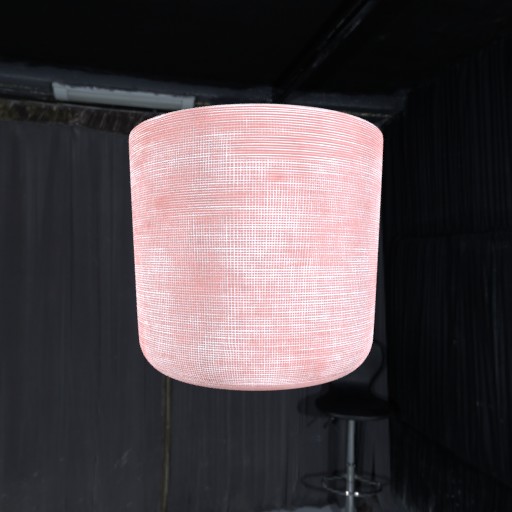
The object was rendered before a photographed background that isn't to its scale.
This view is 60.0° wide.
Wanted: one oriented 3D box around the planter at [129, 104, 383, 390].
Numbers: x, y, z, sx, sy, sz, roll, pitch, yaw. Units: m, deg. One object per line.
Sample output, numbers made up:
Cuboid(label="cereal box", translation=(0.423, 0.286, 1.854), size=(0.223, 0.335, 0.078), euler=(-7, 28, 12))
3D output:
Cuboid(label="planter", translation=(0.000, 0.000, 0.798), size=(0.440, 0.398, 0.440), euler=(0, 0, 0))
